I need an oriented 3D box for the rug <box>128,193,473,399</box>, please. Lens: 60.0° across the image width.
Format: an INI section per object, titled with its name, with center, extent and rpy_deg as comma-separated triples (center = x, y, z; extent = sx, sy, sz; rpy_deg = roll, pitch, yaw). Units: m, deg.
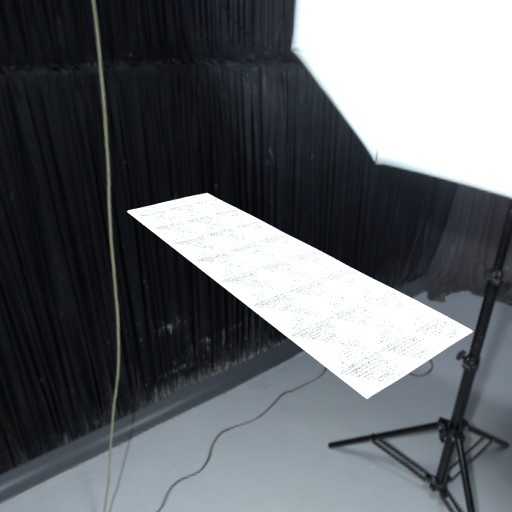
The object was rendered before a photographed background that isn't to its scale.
[rug]
center = 0.000, 0.000, 2.439
extent = 0.645, 0.015, 2.182
rpy_deg = -18, 31, -31
